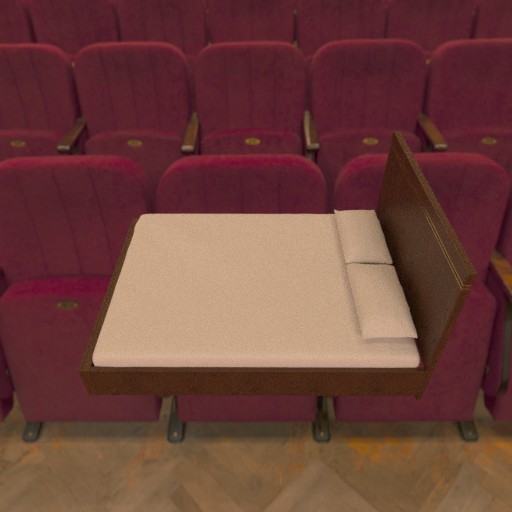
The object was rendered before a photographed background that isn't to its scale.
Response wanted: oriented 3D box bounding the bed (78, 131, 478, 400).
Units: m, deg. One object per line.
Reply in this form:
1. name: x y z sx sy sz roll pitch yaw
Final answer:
1. bed: 0.000 0.000 3.207 2.221 1.169 1.613 0 41 0
